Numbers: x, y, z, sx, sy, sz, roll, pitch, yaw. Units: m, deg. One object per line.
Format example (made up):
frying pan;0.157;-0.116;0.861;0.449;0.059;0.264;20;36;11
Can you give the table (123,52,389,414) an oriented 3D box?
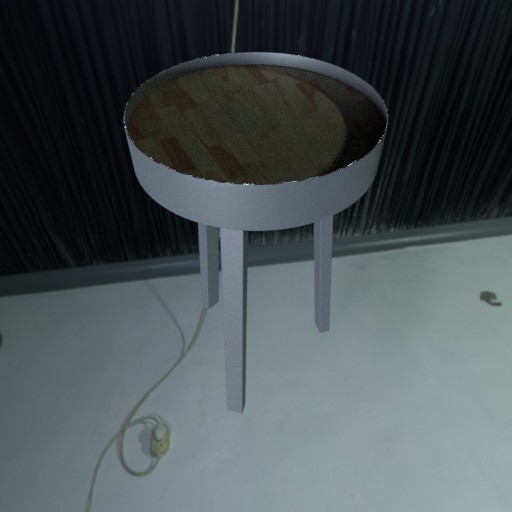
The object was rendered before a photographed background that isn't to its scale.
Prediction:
table;0.000;0.000;0.941;0.406;0.686;0.406;-11;47;-10
